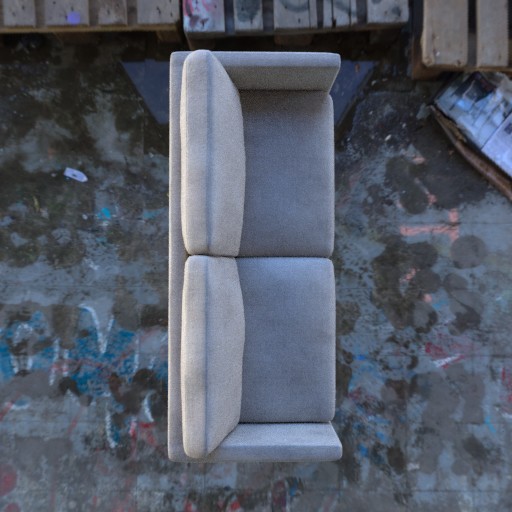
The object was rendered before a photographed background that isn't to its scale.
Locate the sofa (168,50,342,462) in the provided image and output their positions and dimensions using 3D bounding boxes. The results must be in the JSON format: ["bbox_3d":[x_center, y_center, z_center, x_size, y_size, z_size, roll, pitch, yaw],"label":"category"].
[{"bbox_3d":[0.000,0.000,2.630,0.951,0.965,2.208,0,88,-1],"label":"sofa"}]
